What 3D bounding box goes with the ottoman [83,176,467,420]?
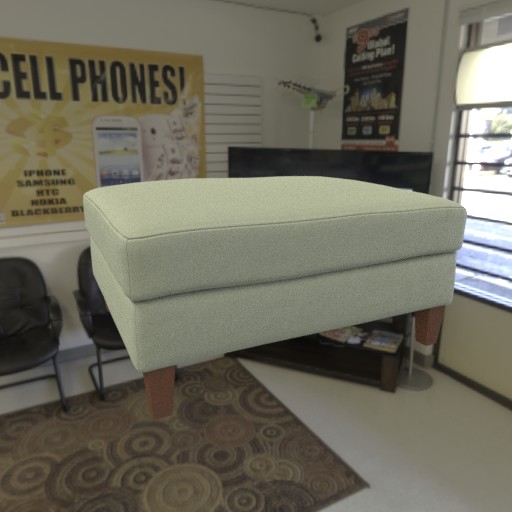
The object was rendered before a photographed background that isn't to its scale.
[{"bbox_3d":[0.000,0.000,1.475,0.991,0.494,0.842,-7,17,-25],"label":"ottoman"}]
